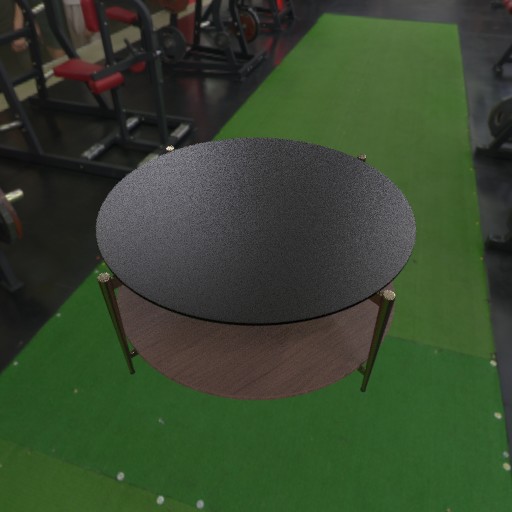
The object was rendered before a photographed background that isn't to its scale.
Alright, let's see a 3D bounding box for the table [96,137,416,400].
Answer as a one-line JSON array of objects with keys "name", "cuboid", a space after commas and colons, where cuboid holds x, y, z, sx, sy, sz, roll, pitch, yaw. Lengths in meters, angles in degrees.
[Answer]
[{"name": "table", "cuboid": [0.000, 0.000, 1.474, 0.938, 0.400, 0.938, 13, 42, 15]}]
